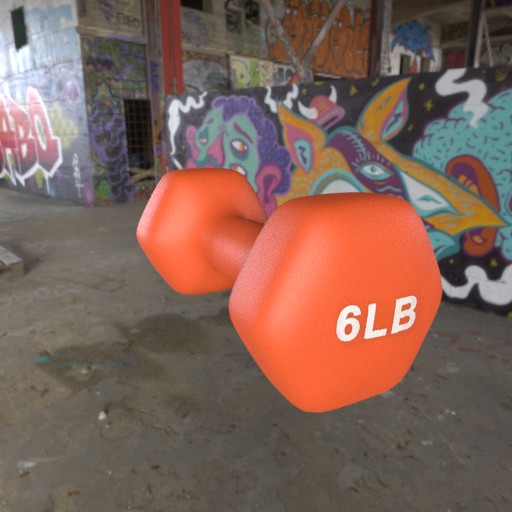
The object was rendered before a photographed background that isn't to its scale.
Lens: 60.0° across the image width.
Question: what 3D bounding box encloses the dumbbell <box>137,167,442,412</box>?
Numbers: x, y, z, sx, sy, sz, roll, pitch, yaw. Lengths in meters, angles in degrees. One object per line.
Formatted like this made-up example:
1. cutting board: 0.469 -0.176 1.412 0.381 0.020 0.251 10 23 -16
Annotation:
1. dumbbell: 0.000 0.000 0.204 0.079 0.071 0.162 -8 17 -26
